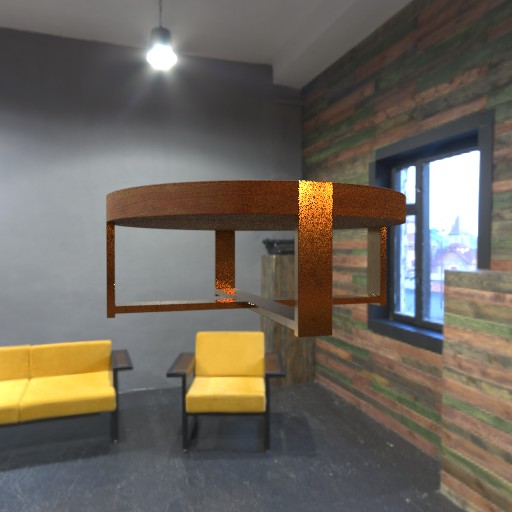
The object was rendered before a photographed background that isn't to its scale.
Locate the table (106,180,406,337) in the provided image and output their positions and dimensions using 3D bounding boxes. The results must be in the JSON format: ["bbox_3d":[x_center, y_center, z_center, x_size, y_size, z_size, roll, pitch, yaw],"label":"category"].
[{"bbox_3d":[0.000,0.000,1.724,1.100,0.420,1.100,0,1,0],"label":"table"}]
